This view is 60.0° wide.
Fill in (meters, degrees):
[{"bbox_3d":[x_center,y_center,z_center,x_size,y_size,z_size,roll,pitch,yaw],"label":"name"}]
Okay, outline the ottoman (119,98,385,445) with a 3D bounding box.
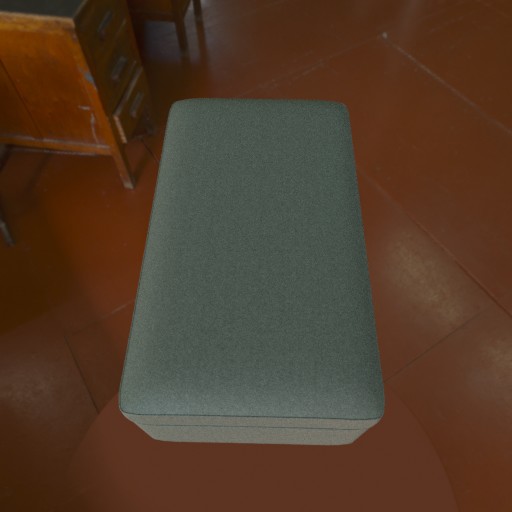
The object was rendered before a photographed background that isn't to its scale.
[{"bbox_3d":[0.000,0.000,1.559,0.681,0.494,1.173,1,59,1],"label":"ottoman"}]
